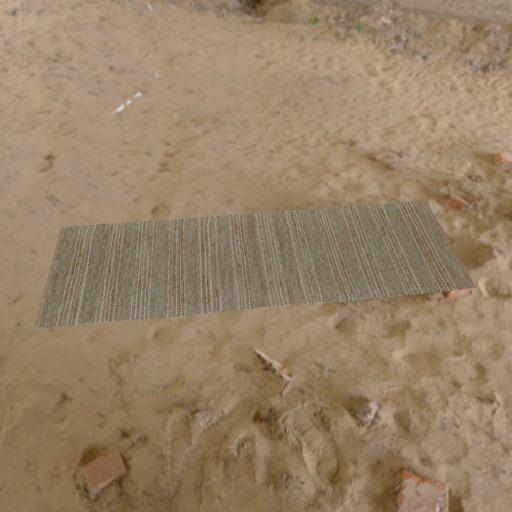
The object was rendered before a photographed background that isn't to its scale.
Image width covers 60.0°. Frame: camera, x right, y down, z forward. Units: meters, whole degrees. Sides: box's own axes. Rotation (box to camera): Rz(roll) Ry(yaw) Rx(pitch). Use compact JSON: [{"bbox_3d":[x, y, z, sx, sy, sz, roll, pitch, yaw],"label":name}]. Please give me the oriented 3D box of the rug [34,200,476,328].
[{"bbox_3d":[0.000,0.000,2.688,2.438,0.006,0.783,-5,47,-4],"label":"rug"}]
